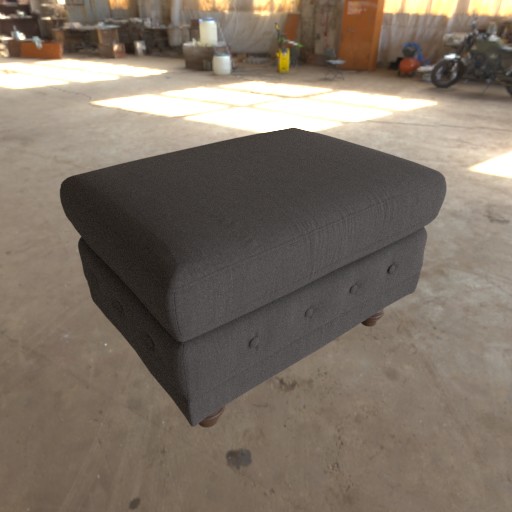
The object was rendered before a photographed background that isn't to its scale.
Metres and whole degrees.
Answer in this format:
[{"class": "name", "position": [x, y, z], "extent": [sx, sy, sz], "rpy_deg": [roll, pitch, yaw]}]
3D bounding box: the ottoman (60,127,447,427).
[{"class": "ottoman", "position": [0.000, 0.000, 1.149], "extent": [0.771, 0.500, 0.569], "rpy_deg": [-22, 37, -32]}]
